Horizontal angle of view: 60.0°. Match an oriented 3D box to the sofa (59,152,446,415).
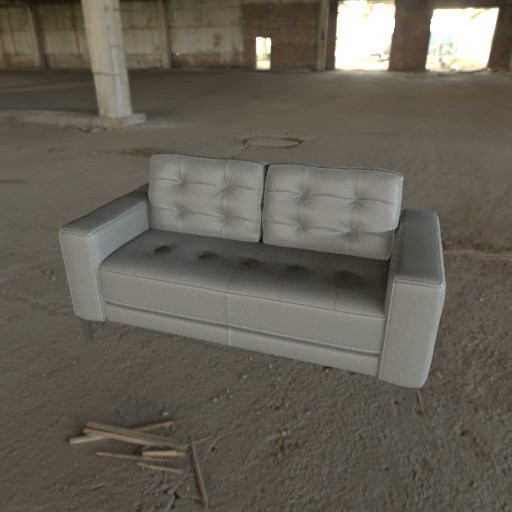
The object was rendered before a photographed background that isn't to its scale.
[{"bbox_3d":[0.000,0.000,2.246,1.726,0.893,0.833,8,27,17],"label":"sofa"}]
